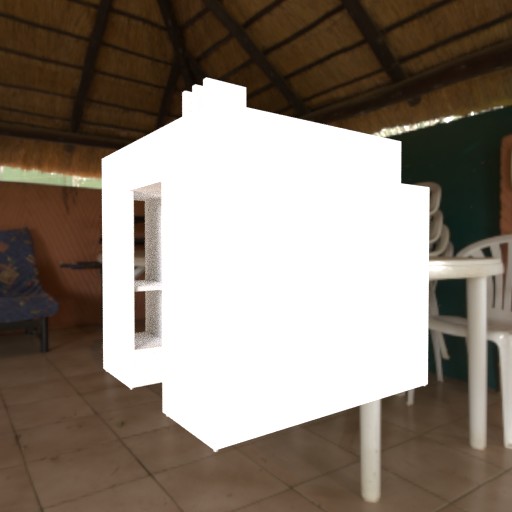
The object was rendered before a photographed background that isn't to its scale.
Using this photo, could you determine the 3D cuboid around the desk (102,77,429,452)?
[{"bbox_3d":[0.000,0.000,1.789,0.940,0.986,0.940,-1,2,-36],"label":"desk"}]
